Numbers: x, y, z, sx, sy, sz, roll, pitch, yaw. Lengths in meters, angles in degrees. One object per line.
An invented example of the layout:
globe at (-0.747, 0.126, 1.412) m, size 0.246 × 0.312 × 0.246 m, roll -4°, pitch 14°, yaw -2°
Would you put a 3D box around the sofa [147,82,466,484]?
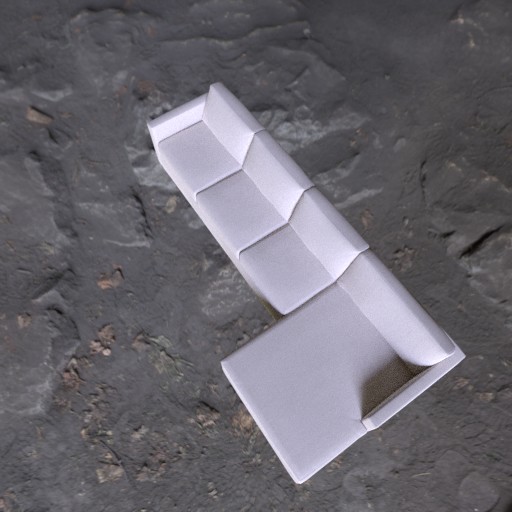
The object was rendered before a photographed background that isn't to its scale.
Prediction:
sofa at (0.000, 0.000, 4.064) m, size 1.599 × 0.954 × 3.471 m, roll -32°, pitch 68°, yaw -14°
